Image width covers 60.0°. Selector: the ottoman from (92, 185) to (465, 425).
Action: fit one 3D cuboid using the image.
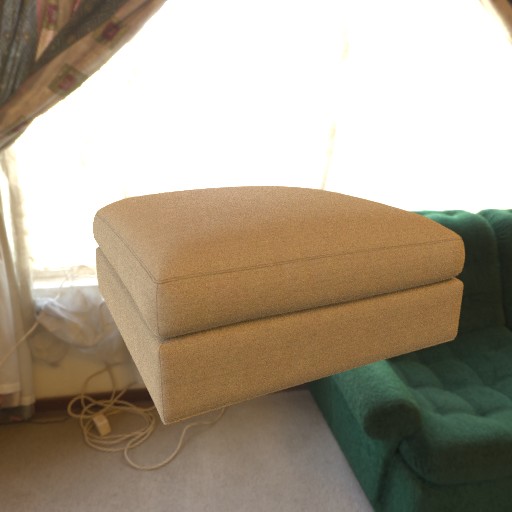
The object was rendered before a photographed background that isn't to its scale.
[{"bbox_3d":[0.000,0.000,1.655,1.041,0.470,1.041,-8,18,-26],"label":"ottoman"}]
